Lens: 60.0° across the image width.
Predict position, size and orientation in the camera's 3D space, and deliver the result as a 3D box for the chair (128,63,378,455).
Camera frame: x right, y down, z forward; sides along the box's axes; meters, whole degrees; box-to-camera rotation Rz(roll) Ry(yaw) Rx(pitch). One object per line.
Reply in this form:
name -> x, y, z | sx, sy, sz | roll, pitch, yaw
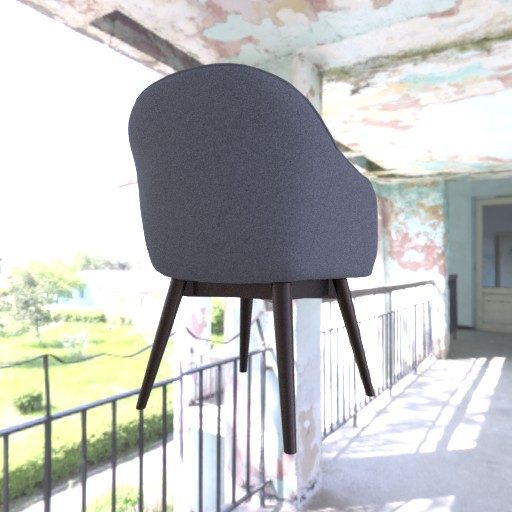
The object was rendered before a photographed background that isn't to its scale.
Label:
chair -> 0.000, 0.000, 1.216 | 0.589, 0.810, 0.611 | 0, 0, 35
